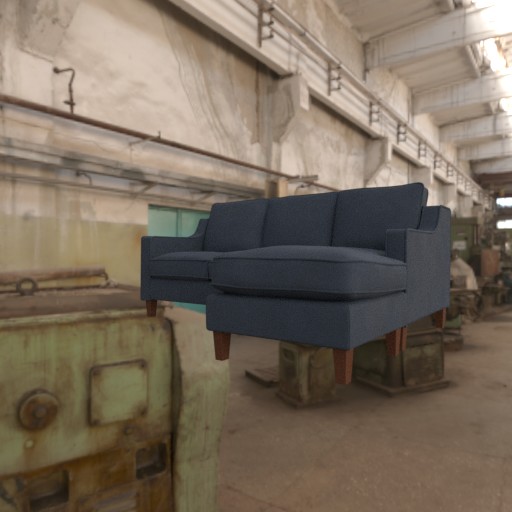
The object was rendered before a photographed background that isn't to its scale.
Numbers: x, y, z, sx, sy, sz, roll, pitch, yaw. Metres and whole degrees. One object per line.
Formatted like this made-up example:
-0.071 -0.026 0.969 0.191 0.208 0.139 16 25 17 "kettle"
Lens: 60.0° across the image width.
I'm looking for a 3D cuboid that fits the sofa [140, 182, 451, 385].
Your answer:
0.000 0.000 3.227 2.317 1.066 1.858 1 1 36 "sofa"
